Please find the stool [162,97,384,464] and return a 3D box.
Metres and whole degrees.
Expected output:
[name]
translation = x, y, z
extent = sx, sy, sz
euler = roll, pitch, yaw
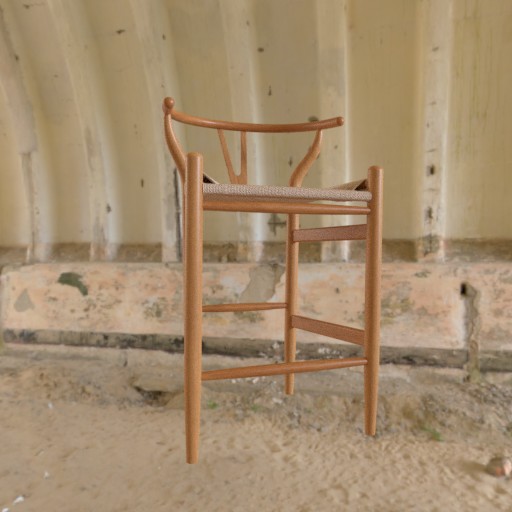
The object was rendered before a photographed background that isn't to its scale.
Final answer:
[stool]
translation = 0.000, 0.000, 1.360
extent = 0.569, 0.970, 0.579
euler = 0, 1, -19
